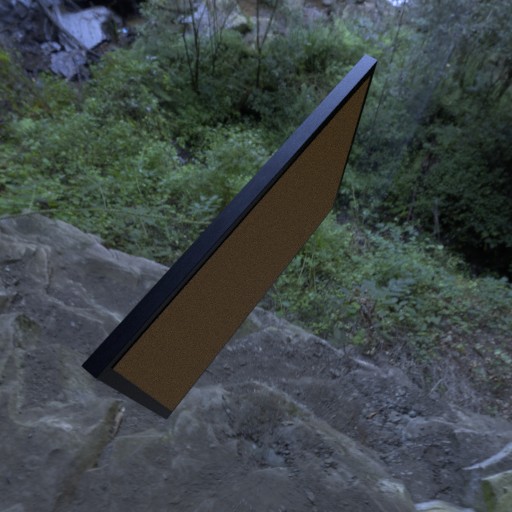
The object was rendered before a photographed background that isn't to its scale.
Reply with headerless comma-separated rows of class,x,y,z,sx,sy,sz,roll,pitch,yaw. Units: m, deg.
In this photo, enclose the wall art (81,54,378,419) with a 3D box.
wall art,0.000,0.000,0.841,0.027,0.458,0.657,34,69,15
